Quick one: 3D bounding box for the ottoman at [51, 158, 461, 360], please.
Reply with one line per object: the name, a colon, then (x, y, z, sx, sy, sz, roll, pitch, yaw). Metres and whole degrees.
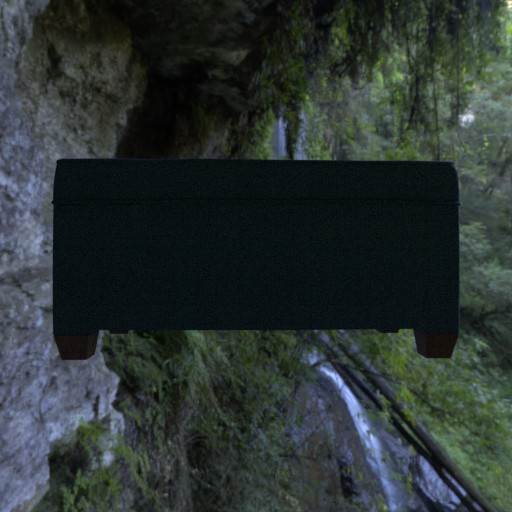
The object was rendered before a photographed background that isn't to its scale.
ottoman: (0.000, 0.000, 1.212, 0.943, 0.474, 0.474, 0, 0, -1)
